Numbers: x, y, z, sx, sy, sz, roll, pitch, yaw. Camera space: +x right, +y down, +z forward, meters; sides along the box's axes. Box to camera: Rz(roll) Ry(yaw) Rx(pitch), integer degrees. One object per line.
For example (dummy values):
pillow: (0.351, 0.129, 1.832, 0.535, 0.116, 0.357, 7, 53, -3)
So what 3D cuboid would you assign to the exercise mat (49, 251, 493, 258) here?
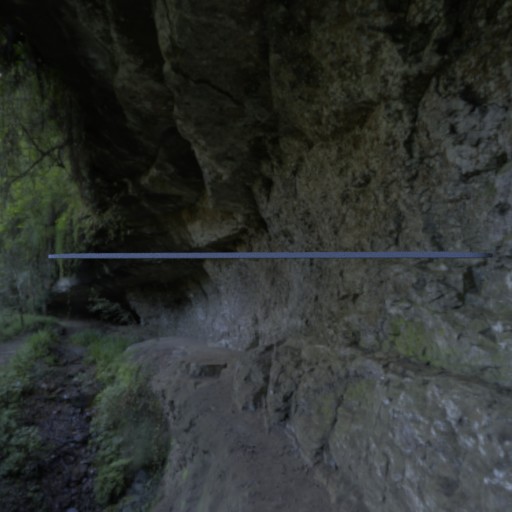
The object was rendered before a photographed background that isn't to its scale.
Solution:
exercise mat: (0.000, 0.000, 2.059, 1.884, 0.021, 0.616, 0, -1, 18)
